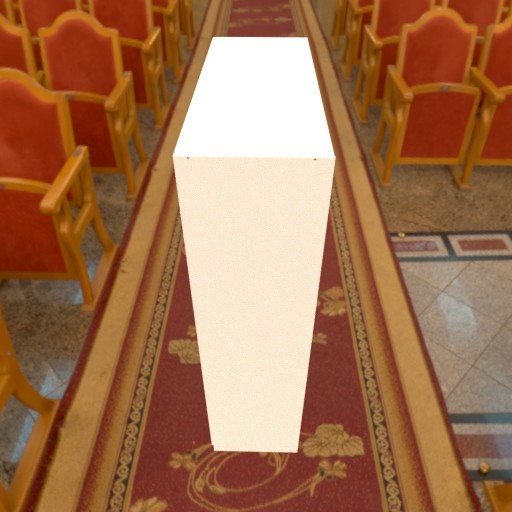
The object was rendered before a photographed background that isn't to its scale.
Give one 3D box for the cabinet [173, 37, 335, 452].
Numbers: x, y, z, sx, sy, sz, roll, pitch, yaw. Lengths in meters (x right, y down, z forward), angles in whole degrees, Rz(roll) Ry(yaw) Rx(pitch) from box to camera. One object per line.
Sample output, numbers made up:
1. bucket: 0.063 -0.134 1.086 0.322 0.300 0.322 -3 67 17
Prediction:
1. cabinet: 0.000 0.000 2.458 0.510 1.910 1.290 1 41 1
